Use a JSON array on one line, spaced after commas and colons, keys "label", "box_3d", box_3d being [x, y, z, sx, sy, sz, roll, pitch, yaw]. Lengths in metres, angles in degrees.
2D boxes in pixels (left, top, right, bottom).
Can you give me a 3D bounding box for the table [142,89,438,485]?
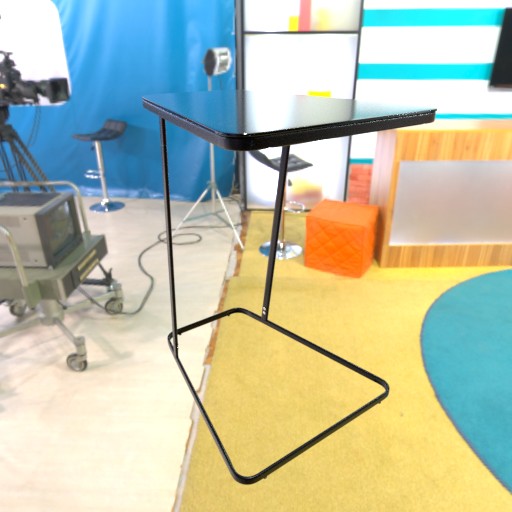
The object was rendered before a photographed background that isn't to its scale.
[{"label": "table", "box_3d": [0.000, 0.000, 0.947, 0.427, 0.624, 0.500, -17, 31, -32]}]
